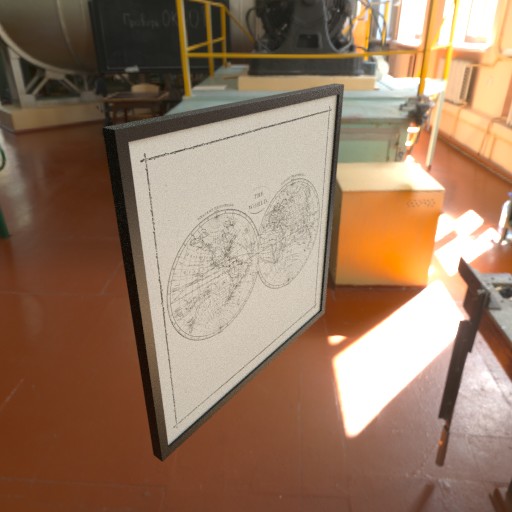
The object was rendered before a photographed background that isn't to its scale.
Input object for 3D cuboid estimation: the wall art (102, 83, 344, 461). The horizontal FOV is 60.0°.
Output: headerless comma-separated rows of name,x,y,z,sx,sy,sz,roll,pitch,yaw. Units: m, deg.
wall art,0.000,0.000,1.156,0.031,0.775,0.773,19,33,33
